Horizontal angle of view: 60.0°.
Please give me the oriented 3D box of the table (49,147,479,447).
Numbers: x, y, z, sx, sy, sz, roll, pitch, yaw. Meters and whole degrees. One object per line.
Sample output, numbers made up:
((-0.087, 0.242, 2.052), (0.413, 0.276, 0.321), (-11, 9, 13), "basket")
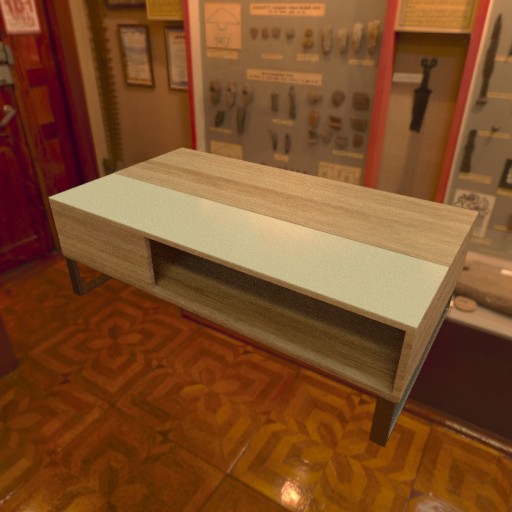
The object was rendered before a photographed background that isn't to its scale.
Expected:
((0.000, 0.000, 1.376), (1.100, 0.350, 0.600), (19, 35, 28), "table")
